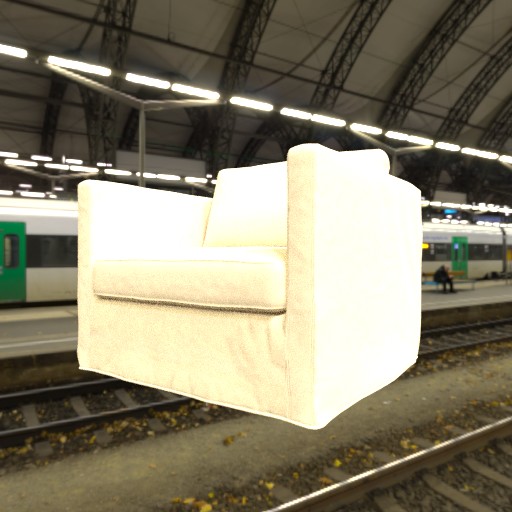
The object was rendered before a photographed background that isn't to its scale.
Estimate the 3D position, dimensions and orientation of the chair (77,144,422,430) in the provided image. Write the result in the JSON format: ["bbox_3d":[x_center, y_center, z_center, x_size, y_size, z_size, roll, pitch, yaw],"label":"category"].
[{"bbox_3d":[0.000,0.000,1.753,1.057,0.851,0.947,0,0,36],"label":"chair"}]
